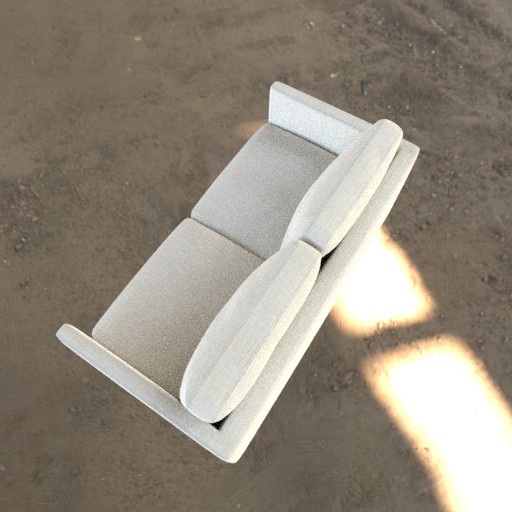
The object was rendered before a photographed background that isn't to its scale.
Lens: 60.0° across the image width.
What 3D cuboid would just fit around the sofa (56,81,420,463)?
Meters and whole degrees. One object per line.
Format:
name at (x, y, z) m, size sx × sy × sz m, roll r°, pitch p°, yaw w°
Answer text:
sofa at (0.000, 0.000, 2.392) m, size 0.950 × 0.963 × 1.838 m, roll 30°, pitch 68°, yaw 14°
